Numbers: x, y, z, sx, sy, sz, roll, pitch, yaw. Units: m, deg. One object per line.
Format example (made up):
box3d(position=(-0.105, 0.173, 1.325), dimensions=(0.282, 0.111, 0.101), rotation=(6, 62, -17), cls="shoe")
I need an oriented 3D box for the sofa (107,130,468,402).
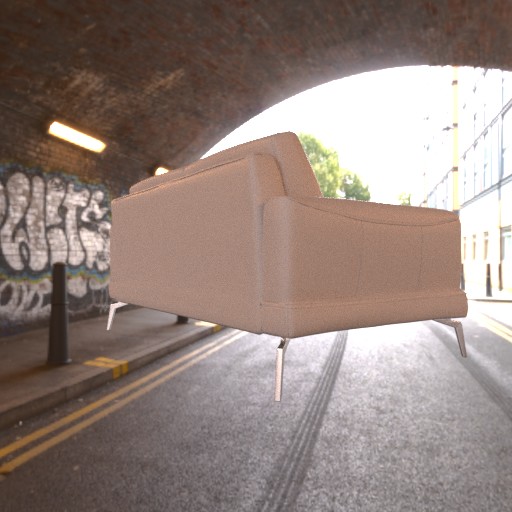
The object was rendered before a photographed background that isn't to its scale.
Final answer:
box3d(position=(0.000, 0.000, 2.407), dimensions=(1.121, 0.930, 1.819), rotation=(0, 0, -36), cls="sofa")
